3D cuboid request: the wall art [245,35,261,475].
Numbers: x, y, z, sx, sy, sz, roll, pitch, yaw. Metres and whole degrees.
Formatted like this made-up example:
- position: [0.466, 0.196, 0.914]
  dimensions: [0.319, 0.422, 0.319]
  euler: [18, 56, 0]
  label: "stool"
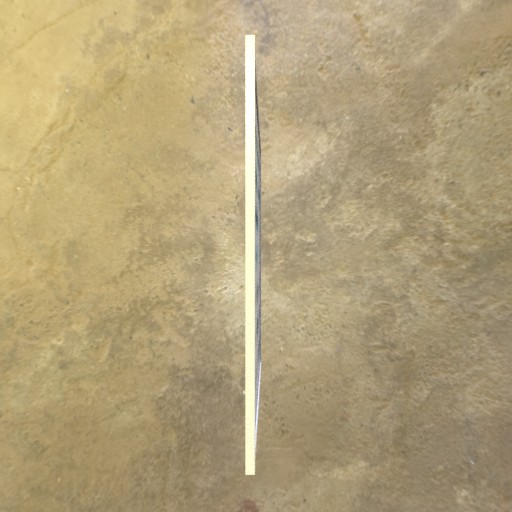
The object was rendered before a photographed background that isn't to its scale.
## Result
- position: [0.000, 0.000, 0.840]
  dimensions: [0.012, 0.557, 0.557]
  euler: [0, 89, 2]
  label: "wall art"
